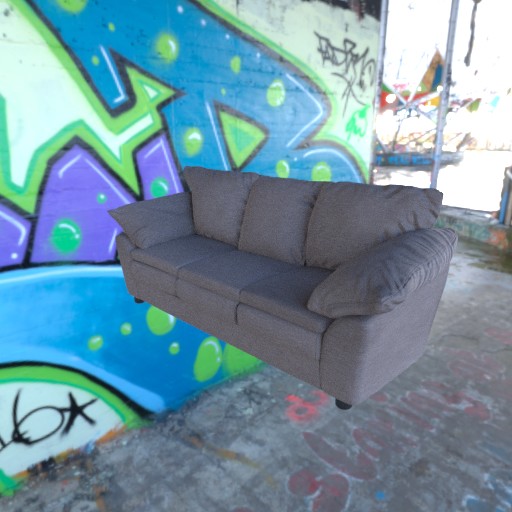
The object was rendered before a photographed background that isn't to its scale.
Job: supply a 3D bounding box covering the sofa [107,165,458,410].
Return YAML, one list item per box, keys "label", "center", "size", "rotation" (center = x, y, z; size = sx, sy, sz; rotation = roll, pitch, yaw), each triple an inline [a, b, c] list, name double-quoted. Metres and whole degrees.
- label: "sofa"
  center: [0.000, 0.000, 2.926]
  size: [0.927, 1.043, 2.390]
  rotation: [-16, 23, -43]
